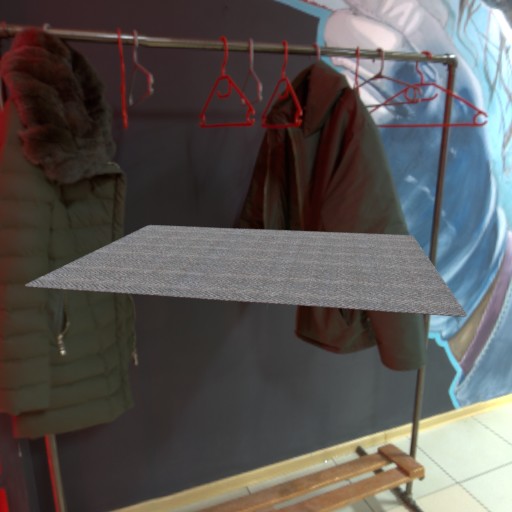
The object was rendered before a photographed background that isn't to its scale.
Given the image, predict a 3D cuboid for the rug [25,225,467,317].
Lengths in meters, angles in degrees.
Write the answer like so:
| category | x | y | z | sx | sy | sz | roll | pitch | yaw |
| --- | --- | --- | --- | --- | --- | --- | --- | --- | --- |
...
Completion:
| category | x | y | z | sx | sy | sz | roll | pitch | yaw |
| --- | --- | --- | --- | --- | --- | --- | --- | --- | --- |
| rug | 0.000 | 0.000 | 5.223 | 3.957 | 0.011 | 2.894 | 3 | 16 | 10 |
